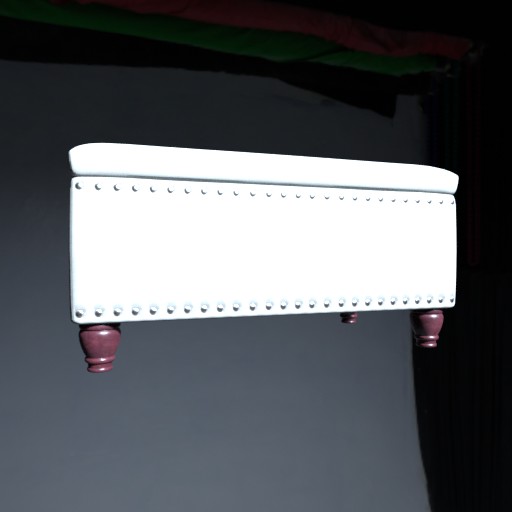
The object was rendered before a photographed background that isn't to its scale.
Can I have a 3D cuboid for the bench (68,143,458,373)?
[{"bbox_3d":[0.000,0.000,1.184,0.887,0.449,0.500,0,0,-17],"label":"bench"}]
